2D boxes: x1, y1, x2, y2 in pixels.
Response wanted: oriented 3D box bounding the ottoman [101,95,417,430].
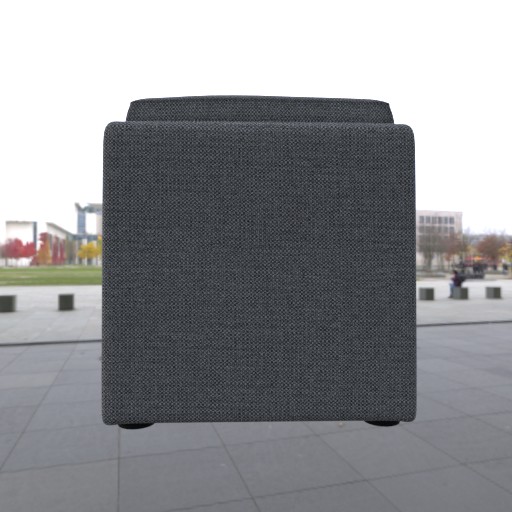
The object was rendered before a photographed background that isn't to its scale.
[{"bbox_3d":[0.000,0.000,0.830,0.436,0.487,0.454,0,-1,-2],"label":"ottoman"}]
